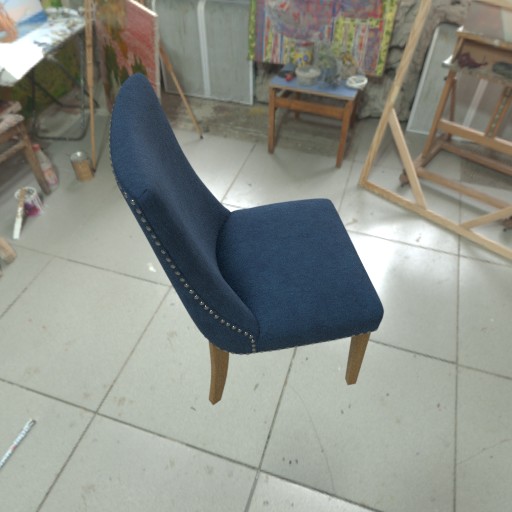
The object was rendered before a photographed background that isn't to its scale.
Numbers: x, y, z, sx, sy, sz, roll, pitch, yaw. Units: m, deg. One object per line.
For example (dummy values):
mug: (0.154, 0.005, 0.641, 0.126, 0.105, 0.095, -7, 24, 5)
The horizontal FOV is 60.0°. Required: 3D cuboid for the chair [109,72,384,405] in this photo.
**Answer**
chair: (0.000, 0.000, 1.252, 0.610, 0.902, 0.495, -8, 47, -8)
